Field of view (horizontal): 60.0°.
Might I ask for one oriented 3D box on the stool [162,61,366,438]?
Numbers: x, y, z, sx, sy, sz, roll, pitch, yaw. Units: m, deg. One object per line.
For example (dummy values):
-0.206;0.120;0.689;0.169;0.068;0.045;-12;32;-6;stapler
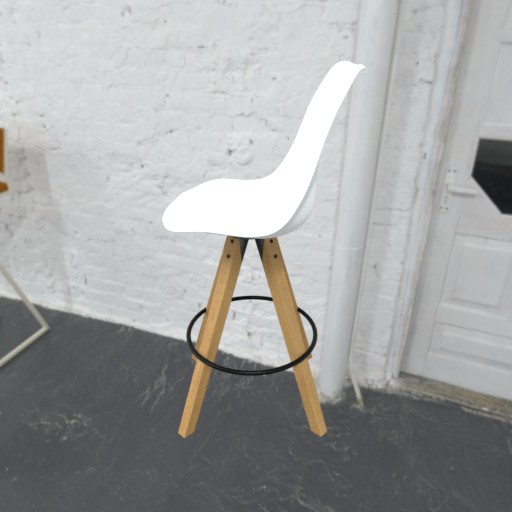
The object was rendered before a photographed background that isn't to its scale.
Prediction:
0.000;0.000;1.393;0.549;1.115;0.482;0;26;-1;stool
